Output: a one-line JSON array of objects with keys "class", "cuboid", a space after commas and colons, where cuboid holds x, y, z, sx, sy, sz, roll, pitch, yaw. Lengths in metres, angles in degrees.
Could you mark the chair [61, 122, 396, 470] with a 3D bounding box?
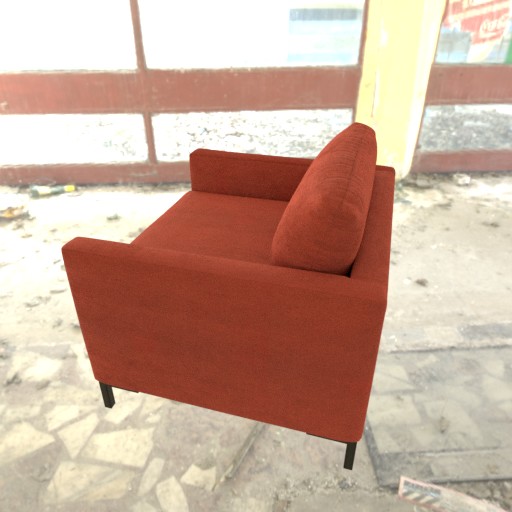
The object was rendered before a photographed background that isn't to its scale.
[{"class": "chair", "cuboid": [0.000, 0.000, 1.568, 0.875, 0.812, 0.964, 8, 31, 14]}]
